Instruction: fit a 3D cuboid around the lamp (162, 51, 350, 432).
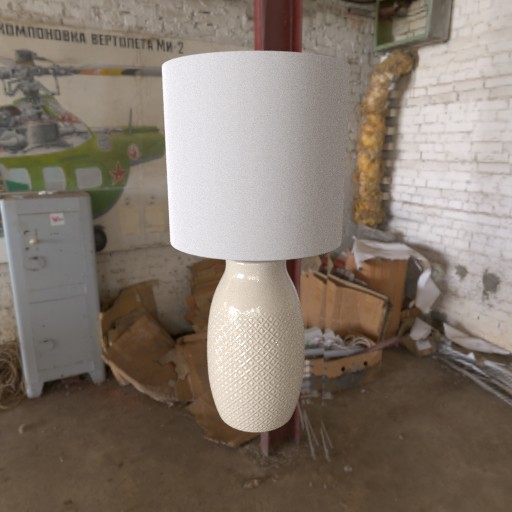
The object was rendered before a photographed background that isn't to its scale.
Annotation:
[{"bbox_3d":[0.000,0.000,0.576,0.217,0.453,0.217,2,15,8],"label":"lamp"}]
